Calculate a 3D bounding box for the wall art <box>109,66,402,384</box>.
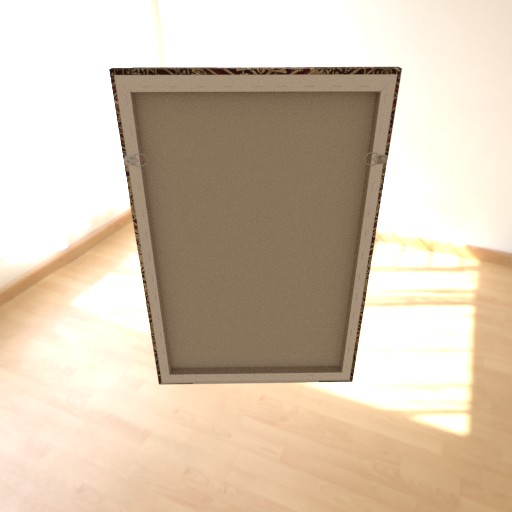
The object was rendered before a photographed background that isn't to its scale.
[{"bbox_3d":[0.000,0.000,0.760,0.397,0.599,0.020,0,31,-1],"label":"wall art"}]
